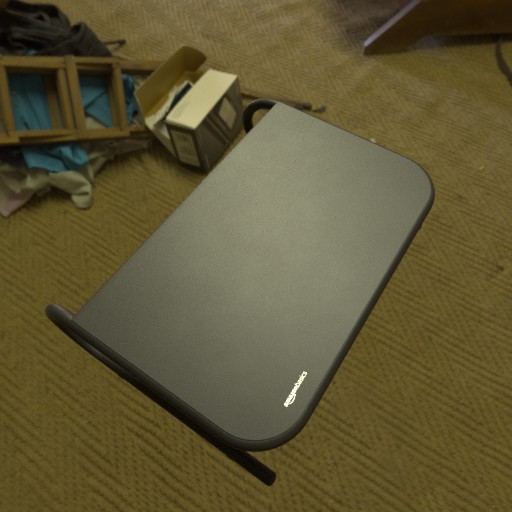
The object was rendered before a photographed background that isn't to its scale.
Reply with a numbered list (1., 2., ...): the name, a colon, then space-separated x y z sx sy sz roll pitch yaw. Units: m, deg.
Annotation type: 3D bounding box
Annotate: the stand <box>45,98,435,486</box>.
1. stand: 0.000 0.000 0.503 0.280 0.108 0.370 30 63 17
